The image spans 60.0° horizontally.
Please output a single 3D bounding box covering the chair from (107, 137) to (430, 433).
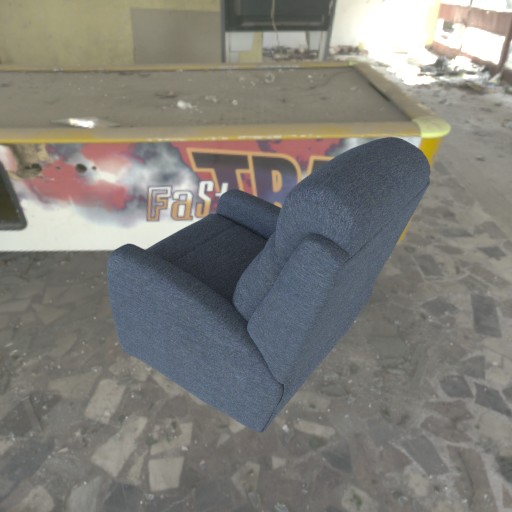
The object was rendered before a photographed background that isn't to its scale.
[{"bbox_3d":[0.000,0.000,1.735,1.043,1.013,0.798,22,38,30],"label":"chair"}]
